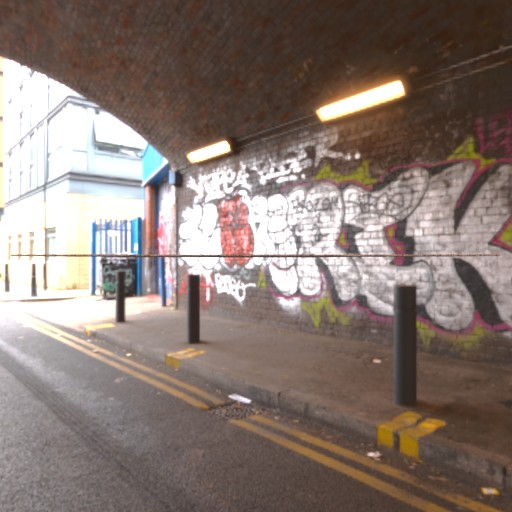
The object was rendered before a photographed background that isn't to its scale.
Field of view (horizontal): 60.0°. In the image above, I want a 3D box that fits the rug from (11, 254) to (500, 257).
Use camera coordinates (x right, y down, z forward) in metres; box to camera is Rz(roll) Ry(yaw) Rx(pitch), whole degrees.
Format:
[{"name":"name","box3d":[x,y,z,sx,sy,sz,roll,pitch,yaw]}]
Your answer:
[{"name":"rug","box3d":[0.000,0.000,3.963,3.054,0.030,2.430,0,0,0]}]
